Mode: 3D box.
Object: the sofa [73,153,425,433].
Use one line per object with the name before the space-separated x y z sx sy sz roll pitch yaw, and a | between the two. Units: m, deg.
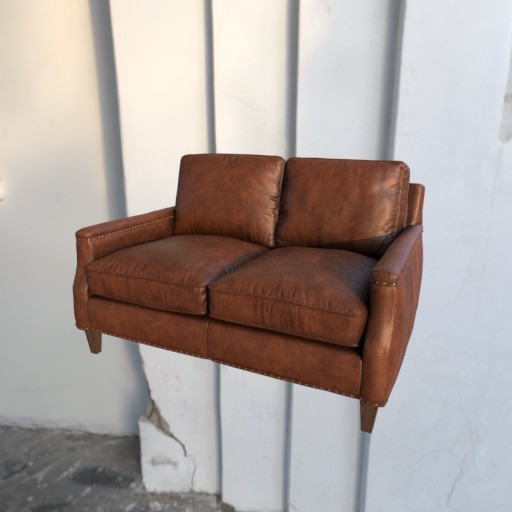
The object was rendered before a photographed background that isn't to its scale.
sofa | 0.000 0.000 2.330 1.628 1.003 1.083 8 18 25
